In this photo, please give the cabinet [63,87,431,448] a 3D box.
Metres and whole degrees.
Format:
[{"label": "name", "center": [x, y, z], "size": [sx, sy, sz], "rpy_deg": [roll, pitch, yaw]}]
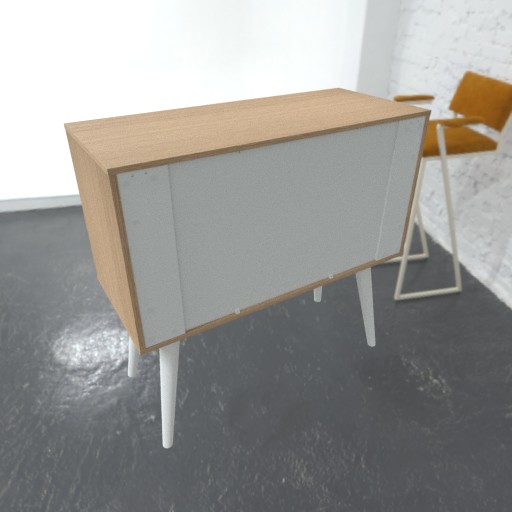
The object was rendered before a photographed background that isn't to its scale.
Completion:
[{"label": "cabinet", "center": [0.000, 0.000, 1.640], "size": [1.057, 1.016, 0.470], "rpy_deg": [-18, 35, -27]}]
